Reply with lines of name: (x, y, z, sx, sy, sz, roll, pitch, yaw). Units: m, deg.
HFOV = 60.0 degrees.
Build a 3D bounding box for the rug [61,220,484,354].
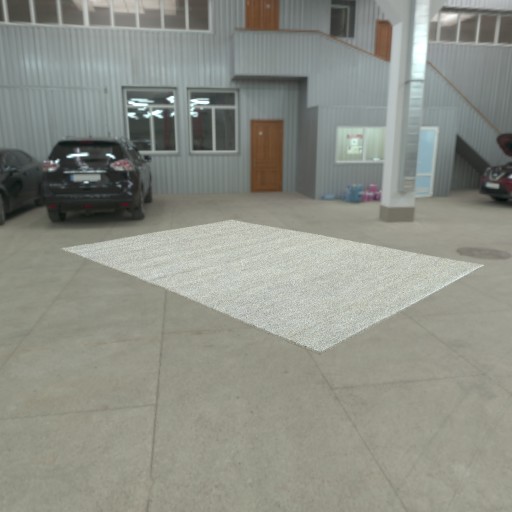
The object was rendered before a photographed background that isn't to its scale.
rug: (0.000, 0.000, 2.878, 1.624, 0.030, 2.264, -14, 20, -43)
